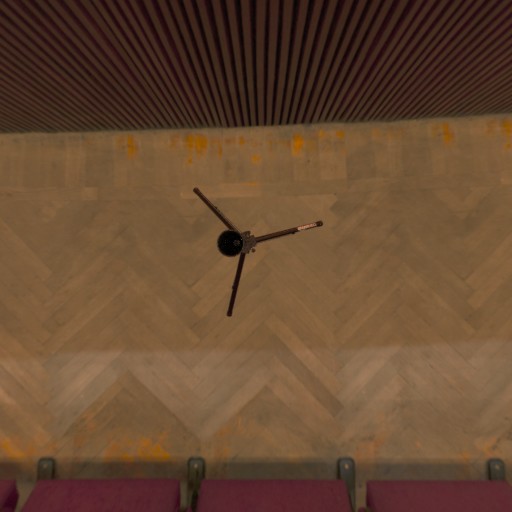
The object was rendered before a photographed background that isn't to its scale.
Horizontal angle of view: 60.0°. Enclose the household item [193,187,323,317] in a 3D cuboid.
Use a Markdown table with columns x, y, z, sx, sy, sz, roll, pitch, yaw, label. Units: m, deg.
| x | y | z | sx | sy | sz | roll | pitch | yaw | label |
| --- | --- | --- | --- | --- | --- | --- | --- | --- | --- |
| 0.000 | 0.000 | 1.393 | 0.559 | 1.067 | 0.559 | 0 | 92 | 1 | household item |
